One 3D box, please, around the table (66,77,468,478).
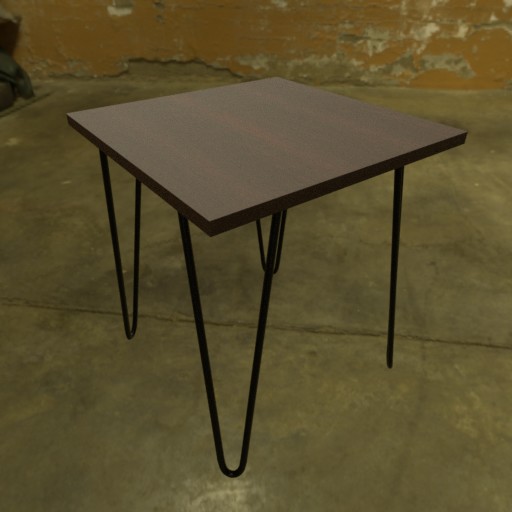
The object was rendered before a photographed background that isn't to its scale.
[{"bbox_3d":[0.000,0.000,0.922,0.495,0.559,0.495,-23,40,-30],"label":"table"}]
